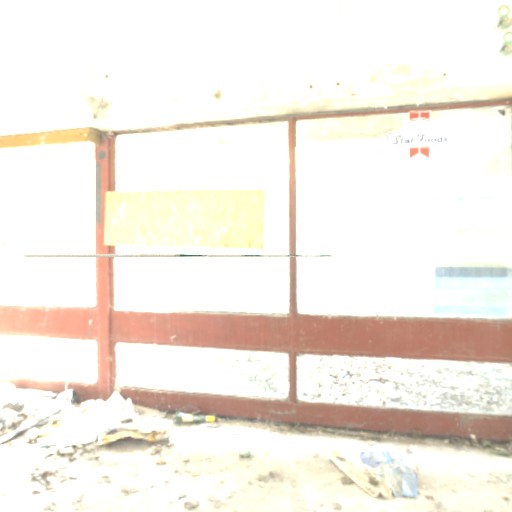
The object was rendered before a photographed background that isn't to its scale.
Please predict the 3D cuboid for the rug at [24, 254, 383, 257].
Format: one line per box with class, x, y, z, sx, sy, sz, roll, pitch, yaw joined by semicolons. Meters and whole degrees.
rug;0.000;0.000;2.705;0.768;0.012;2.438;0;0;35
